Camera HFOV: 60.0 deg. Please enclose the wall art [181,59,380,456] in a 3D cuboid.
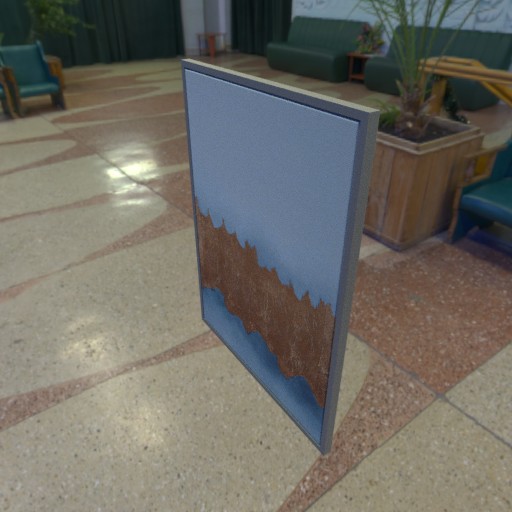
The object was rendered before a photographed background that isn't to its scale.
[{"bbox_3d":[0.000,0.000,1.382,0.034,1.042,0.789,-20,37,-29],"label":"wall art"}]
